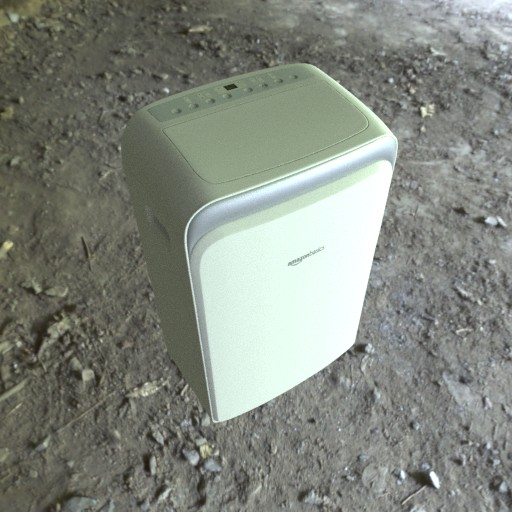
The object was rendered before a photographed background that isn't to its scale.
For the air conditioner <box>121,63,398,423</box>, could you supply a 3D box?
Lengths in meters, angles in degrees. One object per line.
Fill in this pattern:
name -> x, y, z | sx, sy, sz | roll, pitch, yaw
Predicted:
air conditioner -> 0.000, 0.000, 0.968 | 0.454, 0.700, 0.365 | -24, 52, -21
